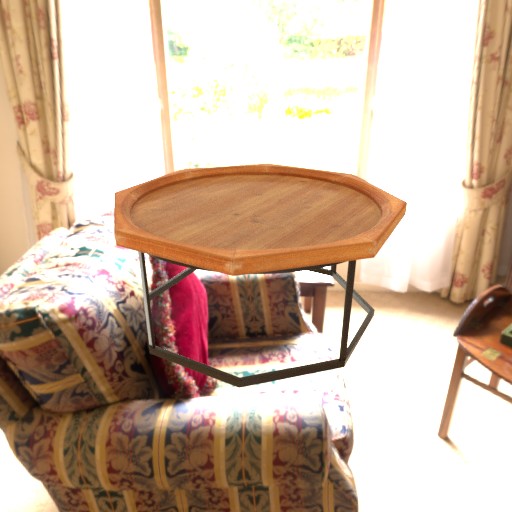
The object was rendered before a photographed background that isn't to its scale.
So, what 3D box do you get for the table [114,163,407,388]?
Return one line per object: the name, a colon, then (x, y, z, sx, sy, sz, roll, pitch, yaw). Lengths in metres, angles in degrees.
table: (0.000, 0.000, 1.598, 1.002, 0.444, 1.002, 0, 25, 0)
